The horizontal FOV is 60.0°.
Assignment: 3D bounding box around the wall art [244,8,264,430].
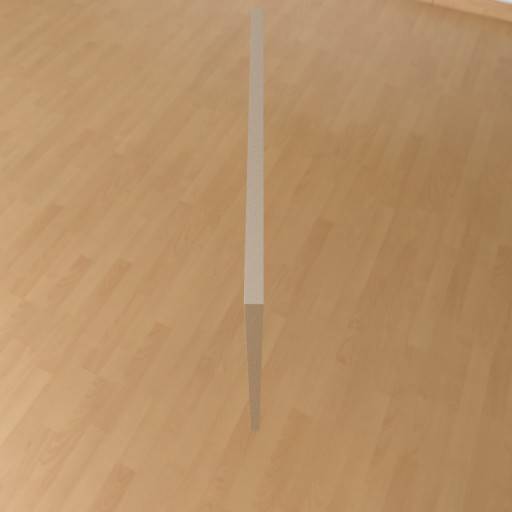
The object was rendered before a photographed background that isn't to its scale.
[{"bbox_3d":[0.000,0.000,1.345,0.030,1.046,0.816,0,59,0],"label":"wall art"}]
